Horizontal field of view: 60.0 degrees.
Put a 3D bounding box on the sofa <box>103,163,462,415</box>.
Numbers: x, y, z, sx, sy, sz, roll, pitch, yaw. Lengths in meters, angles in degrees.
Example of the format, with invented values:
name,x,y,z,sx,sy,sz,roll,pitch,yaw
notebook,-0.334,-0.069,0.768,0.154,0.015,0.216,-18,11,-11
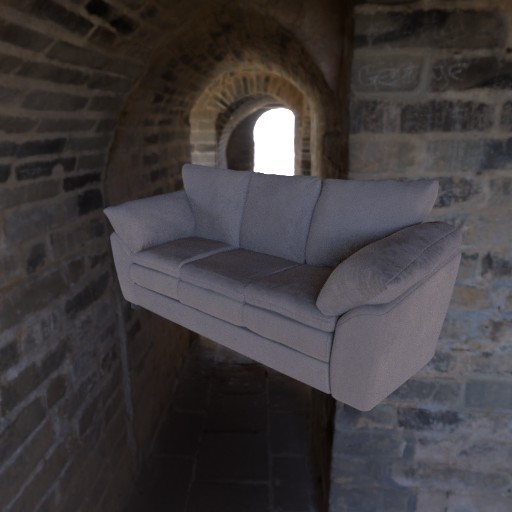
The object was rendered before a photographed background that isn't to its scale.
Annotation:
name,x,y,z,sx,sy,sz,roll,pitch,yaw
sofa,0.000,0.000,2.870,2.336,1.073,0.878,14,21,42
